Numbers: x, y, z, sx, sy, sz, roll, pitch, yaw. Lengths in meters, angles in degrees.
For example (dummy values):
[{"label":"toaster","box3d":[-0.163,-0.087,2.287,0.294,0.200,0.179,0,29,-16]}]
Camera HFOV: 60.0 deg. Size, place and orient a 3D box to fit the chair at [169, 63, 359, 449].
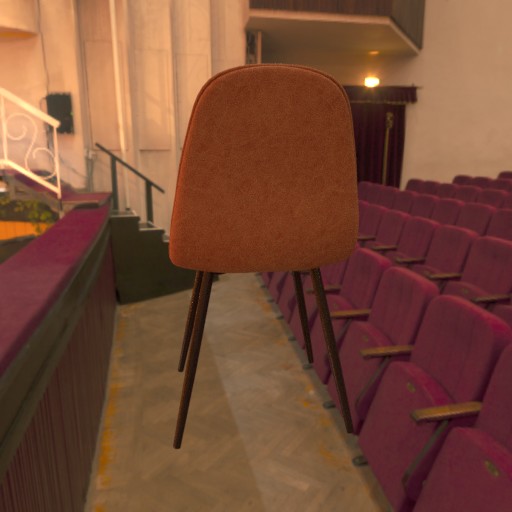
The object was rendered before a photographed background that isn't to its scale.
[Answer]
[{"label":"chair","box3d":[0.000,0.000,1.217,0.472,0.889,0.561,-2,14,-8]}]
